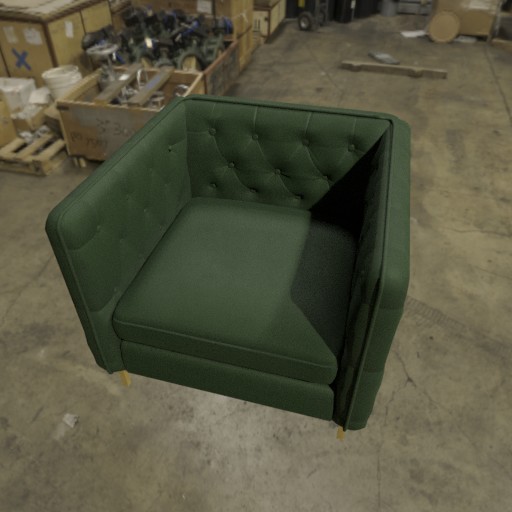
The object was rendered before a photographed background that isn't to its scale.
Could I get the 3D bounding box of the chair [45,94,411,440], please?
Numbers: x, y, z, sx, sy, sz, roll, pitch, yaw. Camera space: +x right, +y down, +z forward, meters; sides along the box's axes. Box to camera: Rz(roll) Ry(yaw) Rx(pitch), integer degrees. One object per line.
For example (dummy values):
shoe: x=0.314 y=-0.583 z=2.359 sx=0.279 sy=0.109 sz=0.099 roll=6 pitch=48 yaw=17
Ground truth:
chair: x=0.000 y=0.000 z=1.524 sx=0.917 sy=0.768 sz=0.855 roll=10 pitch=41 yaw=11
